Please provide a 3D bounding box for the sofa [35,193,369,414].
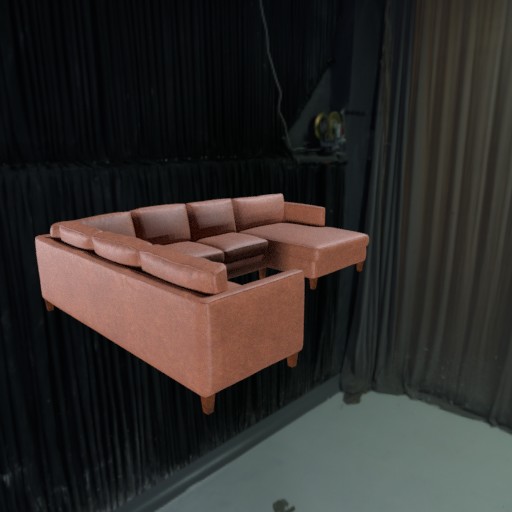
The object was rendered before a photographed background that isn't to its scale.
[{"bbox_3d":[0.000,0.000,4.592,2.593,0.923,3.460,14,20,42],"label":"sofa"}]
